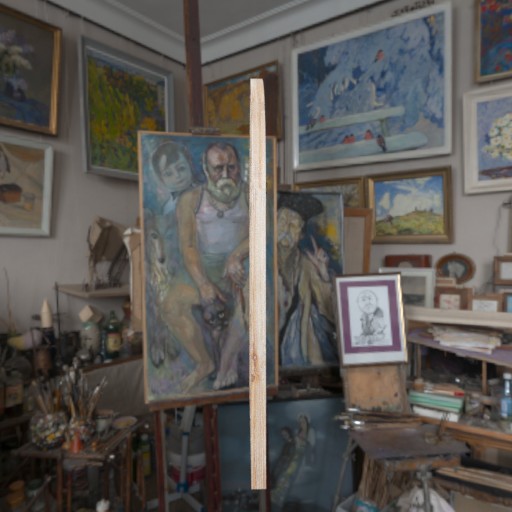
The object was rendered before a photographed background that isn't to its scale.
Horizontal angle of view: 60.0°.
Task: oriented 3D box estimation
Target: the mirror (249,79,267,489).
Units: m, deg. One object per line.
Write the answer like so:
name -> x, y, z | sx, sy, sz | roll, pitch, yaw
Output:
mirror -> 0.000, 0.000, 1.206 | 0.032, 0.920, 0.660 | 0, 0, -1
